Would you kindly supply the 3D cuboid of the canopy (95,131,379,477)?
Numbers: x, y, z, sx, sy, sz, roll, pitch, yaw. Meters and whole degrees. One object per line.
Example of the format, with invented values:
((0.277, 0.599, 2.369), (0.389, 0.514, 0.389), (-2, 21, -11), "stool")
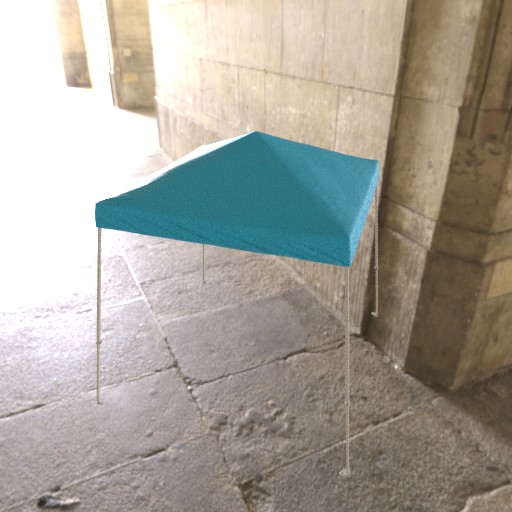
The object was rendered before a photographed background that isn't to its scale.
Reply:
((0.000, 0.000, 5.144), (2.849, 2.849, 2.848), (9, 29, 17), "canopy")
